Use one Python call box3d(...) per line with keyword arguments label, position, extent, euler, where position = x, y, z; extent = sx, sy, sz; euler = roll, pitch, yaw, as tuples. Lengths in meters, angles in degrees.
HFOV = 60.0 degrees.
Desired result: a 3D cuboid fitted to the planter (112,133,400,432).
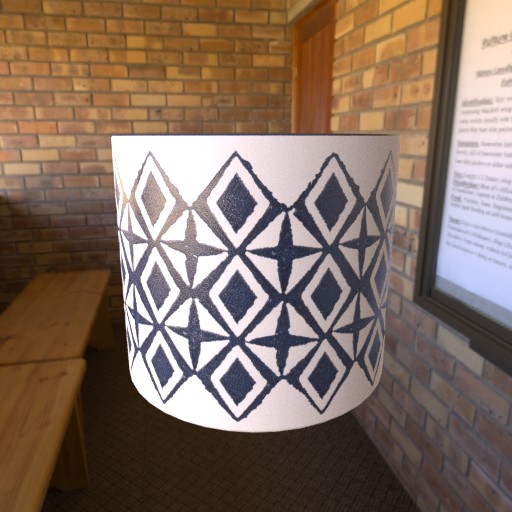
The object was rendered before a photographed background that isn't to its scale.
box3d(label="planter", position=(0.000, 0.000, 0.311), extent=(0.182, 0.165, 0.182), euler=(0, 15, 0))
